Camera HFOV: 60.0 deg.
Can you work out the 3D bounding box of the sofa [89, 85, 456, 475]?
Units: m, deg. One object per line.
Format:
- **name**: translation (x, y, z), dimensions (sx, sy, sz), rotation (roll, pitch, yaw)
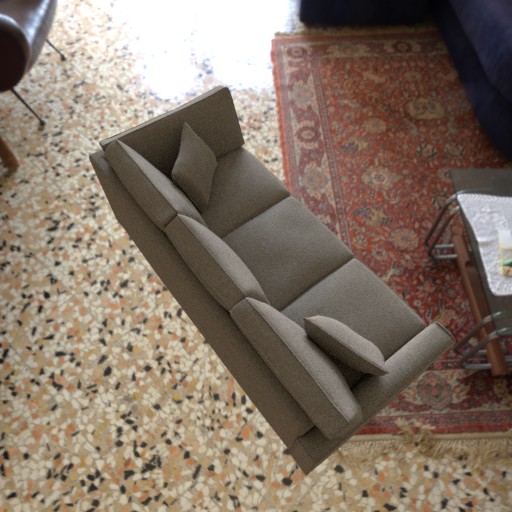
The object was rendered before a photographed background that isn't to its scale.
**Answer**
- **sofa**: translation (0.000, 0.000, 2.835), dimensions (1.061, 0.962, 2.317), rotation (-33, 64, -19)
